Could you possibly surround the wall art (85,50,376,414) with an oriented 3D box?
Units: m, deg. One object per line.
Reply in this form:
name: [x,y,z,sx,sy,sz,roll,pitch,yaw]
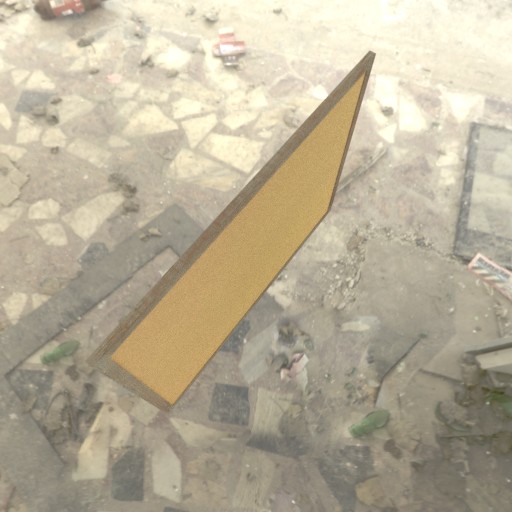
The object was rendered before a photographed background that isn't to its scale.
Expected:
wall art: [0.000,0.000,1.329,0.019,0.774,1.012,34,69,15]
